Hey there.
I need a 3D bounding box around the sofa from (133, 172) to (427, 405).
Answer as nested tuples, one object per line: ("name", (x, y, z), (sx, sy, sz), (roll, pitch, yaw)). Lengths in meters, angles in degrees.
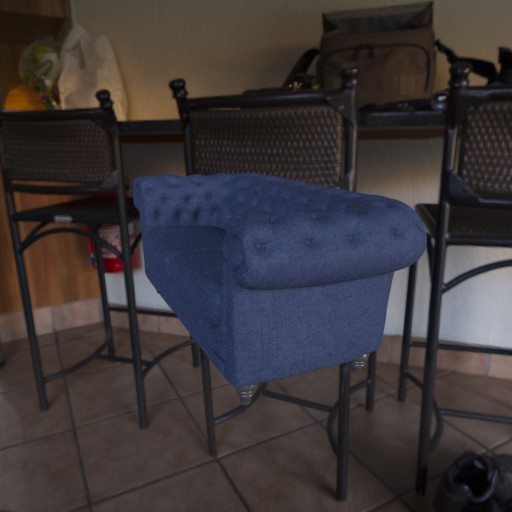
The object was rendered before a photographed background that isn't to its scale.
("sofa", (0.000, 0.000, 2.602), (1.082, 0.833, 1.988), (-7, 17, -25))
